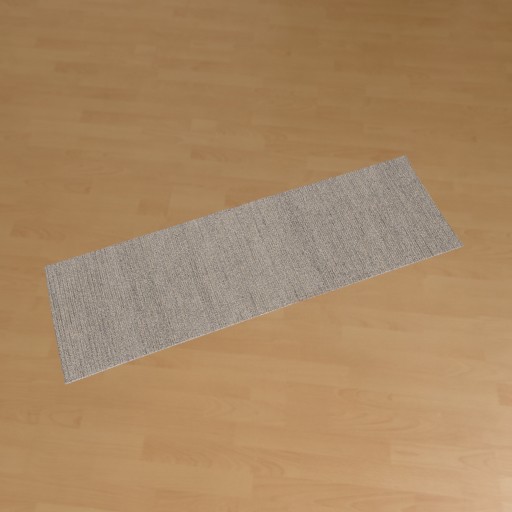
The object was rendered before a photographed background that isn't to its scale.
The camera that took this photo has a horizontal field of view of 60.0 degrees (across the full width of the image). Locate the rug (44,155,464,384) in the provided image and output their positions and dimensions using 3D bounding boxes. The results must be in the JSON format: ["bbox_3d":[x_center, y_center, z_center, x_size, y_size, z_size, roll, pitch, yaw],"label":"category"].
[{"bbox_3d":[0.000,0.000,2.545,2.320,0.032,0.692,-18,67,-8],"label":"rug"}]
